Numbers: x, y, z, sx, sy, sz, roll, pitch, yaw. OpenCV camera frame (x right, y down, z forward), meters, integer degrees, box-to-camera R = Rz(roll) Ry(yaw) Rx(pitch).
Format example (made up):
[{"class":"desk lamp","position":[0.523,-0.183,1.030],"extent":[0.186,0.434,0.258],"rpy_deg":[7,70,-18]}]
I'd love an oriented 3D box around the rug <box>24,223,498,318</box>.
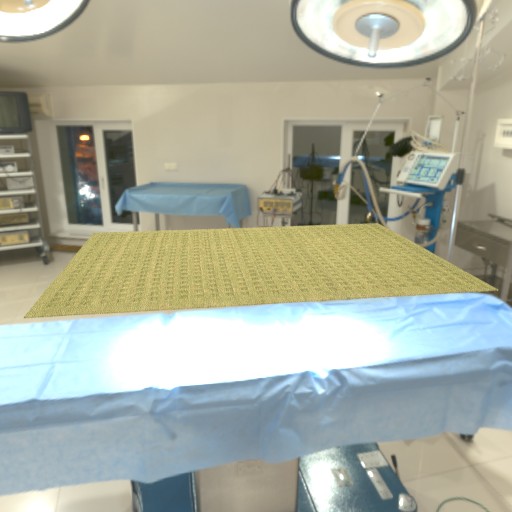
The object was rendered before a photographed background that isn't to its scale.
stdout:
[{"class":"rug","position":[0.000,0.000,2.830],"extent":[2.297,0.007,1.529],"rpy_deg":[-2,17,-8]}]
